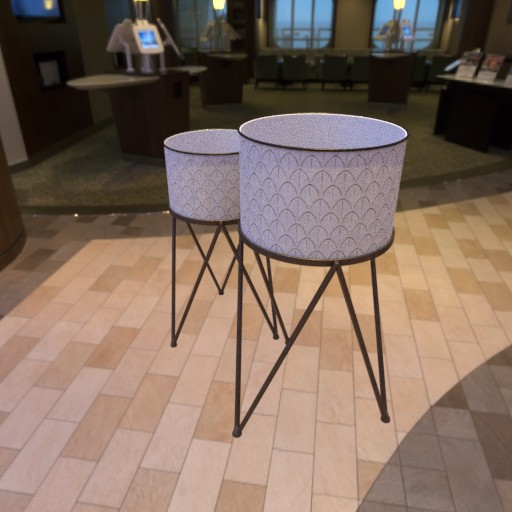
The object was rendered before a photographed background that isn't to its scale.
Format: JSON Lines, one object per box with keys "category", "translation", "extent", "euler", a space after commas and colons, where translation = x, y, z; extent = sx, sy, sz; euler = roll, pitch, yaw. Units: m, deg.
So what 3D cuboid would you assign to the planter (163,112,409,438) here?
{"category": "planter", "translation": [0.000, 0.000, 1.156], "extent": [0.413, 0.712, 0.769], "euler": [-19, 34, -32]}
